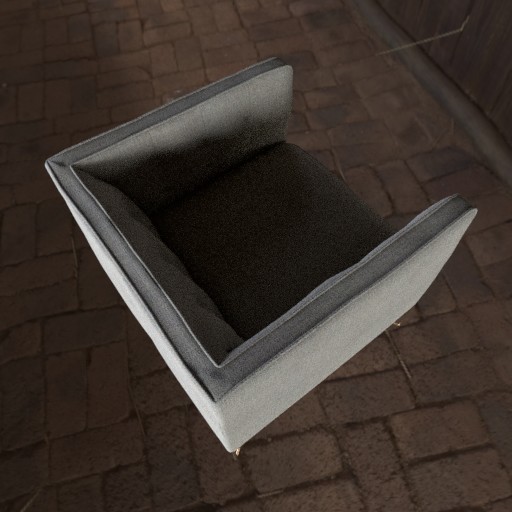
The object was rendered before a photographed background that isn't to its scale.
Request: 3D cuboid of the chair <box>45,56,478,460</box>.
[{"bbox_3d":[0.000,0.000,1.583,0.912,0.799,0.920,-33,63,-19],"label":"chair"}]
